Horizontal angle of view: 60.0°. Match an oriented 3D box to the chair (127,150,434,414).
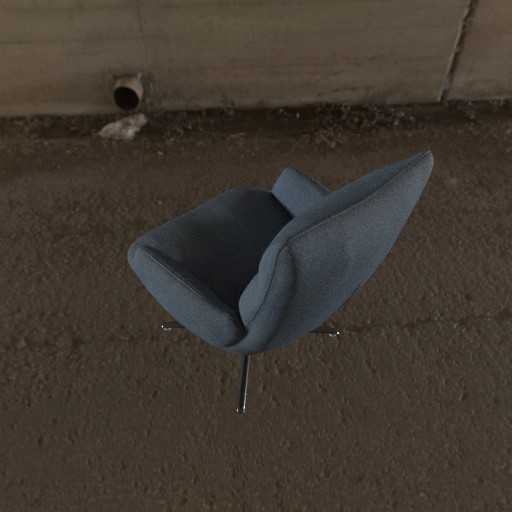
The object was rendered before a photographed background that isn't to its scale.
[{"bbox_3d":[0.000,0.000,1.570,0.711,1.016,0.889,-32,54,-27],"label":"chair"}]
